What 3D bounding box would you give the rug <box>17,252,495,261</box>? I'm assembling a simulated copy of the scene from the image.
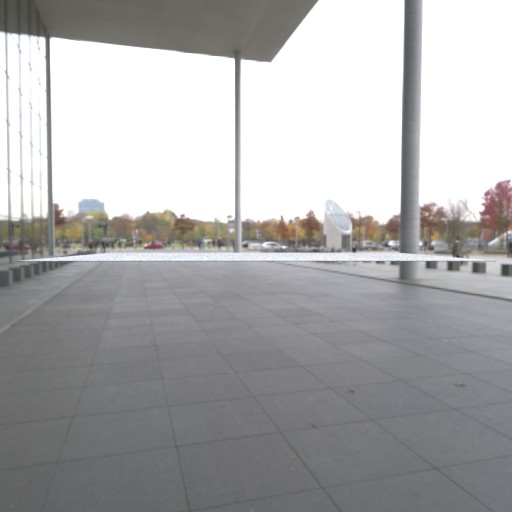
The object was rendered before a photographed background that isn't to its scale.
[{"bbox_3d":[0.000,0.000,3.010,2.439,0.005,1.524,0,2,0],"label":"rug"}]
